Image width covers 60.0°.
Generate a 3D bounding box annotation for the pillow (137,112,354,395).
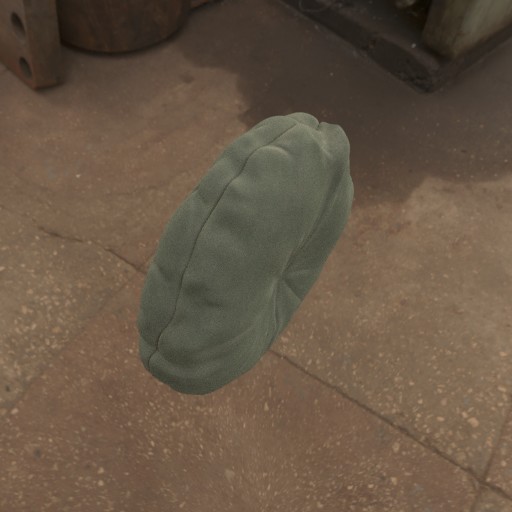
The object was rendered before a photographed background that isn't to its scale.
[{"bbox_3d":[0.000,0.000,0.638,0.148,0.407,0.428,31,63,18],"label":"pillow"}]
